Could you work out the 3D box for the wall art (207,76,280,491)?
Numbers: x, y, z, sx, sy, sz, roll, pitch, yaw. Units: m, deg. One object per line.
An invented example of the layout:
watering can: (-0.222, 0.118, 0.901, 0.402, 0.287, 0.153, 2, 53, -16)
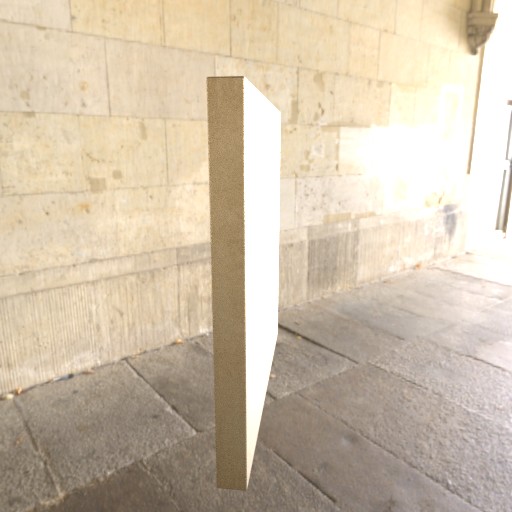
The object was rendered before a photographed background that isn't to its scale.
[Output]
wall art: (0.000, 0.000, 0.761, 0.040, 0.506, 0.503, 2, 14, 7)
